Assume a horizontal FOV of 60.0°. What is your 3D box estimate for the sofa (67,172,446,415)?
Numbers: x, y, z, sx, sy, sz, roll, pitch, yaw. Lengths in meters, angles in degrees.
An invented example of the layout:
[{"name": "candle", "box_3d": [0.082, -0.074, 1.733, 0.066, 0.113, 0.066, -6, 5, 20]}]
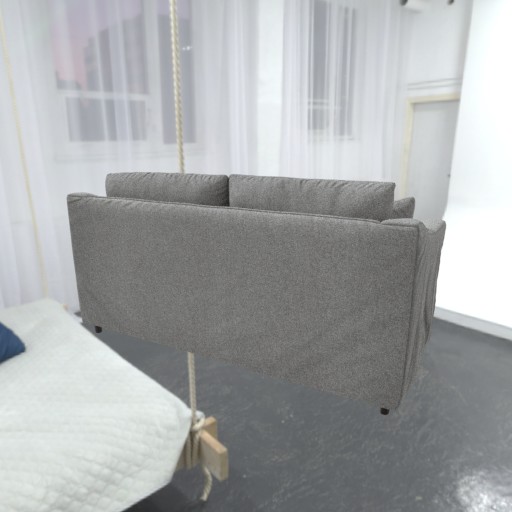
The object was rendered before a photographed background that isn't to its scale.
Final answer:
[{"name": "sofa", "box_3d": [0.000, 0.000, 2.677, 2.010, 1.018, 1.072, 8, 17, 27]}]
